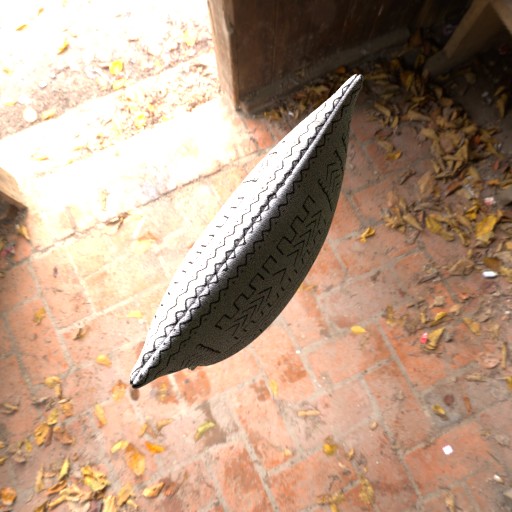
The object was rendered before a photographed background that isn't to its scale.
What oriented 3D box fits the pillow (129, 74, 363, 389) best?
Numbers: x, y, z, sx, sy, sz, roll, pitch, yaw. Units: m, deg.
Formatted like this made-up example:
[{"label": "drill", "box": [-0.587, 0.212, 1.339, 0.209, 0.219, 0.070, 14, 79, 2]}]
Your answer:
[{"label": "pillow", "box": [0.000, 0.000, 0.683, 0.164, 0.430, 0.438, 34, 80, 7]}]
